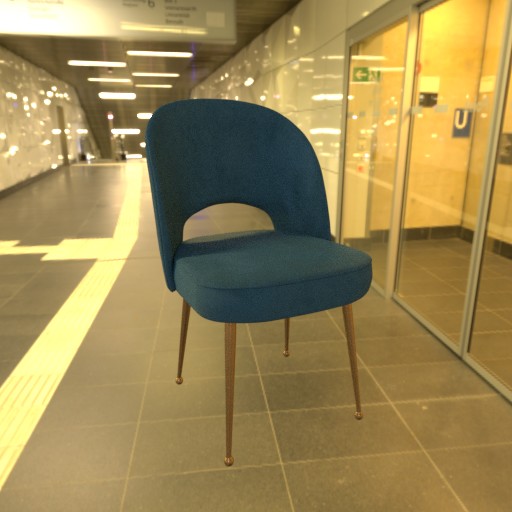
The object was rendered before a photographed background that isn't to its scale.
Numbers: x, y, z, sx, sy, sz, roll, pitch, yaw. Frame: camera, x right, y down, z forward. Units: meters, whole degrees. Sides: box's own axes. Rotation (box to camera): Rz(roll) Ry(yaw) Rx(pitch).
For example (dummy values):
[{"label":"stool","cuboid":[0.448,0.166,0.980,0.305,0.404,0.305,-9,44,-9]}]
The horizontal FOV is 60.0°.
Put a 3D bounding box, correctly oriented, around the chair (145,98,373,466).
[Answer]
[{"label":"chair","cuboid":[0.000,0.000,1.238,0.527,0.860,0.577,-8,18,-26]}]
